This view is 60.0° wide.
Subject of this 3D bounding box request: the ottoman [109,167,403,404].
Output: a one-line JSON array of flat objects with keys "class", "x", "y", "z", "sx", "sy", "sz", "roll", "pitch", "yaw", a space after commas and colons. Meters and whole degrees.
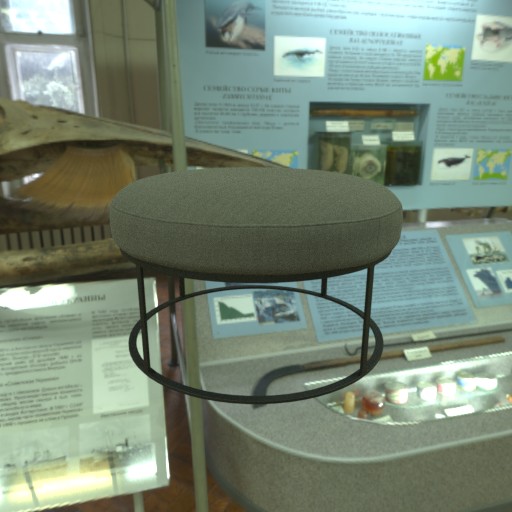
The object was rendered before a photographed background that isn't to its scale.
[{"class": "ottoman", "x": 0.000, "y": 0.000, "z": 1.253, "sx": 0.772, "sy": 0.460, "sz": 0.772, "roll": 0, "pitch": 17, "yaw": 0}]
